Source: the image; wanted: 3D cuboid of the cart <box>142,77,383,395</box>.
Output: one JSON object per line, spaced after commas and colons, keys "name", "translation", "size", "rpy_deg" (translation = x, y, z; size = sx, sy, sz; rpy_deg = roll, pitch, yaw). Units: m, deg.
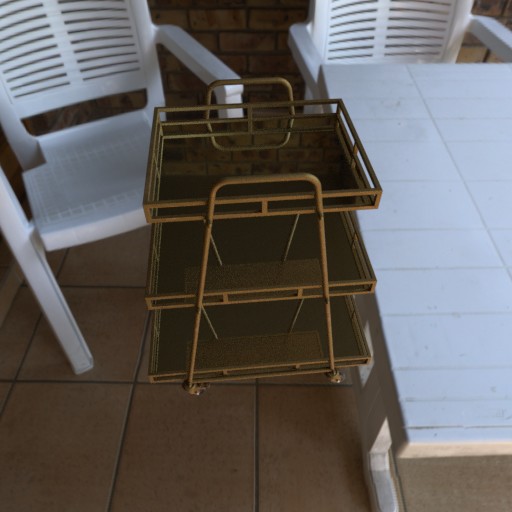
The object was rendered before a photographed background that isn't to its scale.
{"name": "cart", "translation": [0.000, 0.000, 1.301], "size": [0.711, 0.883, 0.441], "rpy_deg": [-4, 48, -4]}
